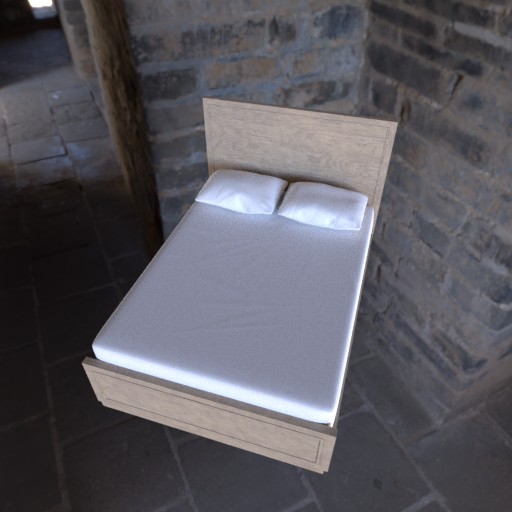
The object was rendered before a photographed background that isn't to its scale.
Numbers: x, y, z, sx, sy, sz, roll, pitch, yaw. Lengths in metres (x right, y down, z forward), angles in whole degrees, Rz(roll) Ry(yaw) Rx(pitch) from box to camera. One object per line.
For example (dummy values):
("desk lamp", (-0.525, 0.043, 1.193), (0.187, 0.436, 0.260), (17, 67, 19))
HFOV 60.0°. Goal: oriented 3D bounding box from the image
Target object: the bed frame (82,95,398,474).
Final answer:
("bed frame", (0.000, 0.000, 3.256), (1.606, 1.369, 2.189), (12, 43, 13))
